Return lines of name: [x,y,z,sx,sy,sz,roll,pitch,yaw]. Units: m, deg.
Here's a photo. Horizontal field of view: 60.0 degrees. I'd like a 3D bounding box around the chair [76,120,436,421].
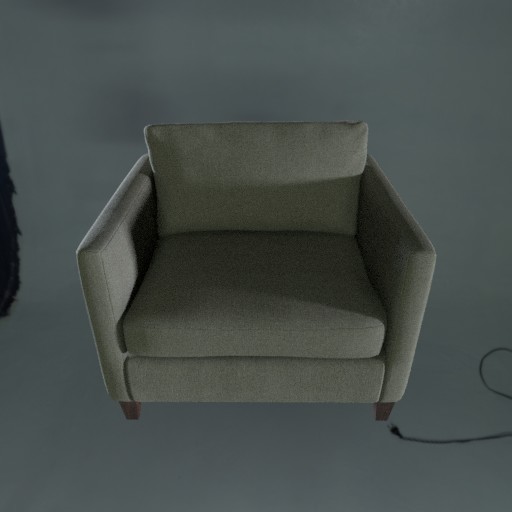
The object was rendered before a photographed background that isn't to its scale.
chair: [0.000,0.000,1.813,1.107,0.963,0.959,0,31,0]
